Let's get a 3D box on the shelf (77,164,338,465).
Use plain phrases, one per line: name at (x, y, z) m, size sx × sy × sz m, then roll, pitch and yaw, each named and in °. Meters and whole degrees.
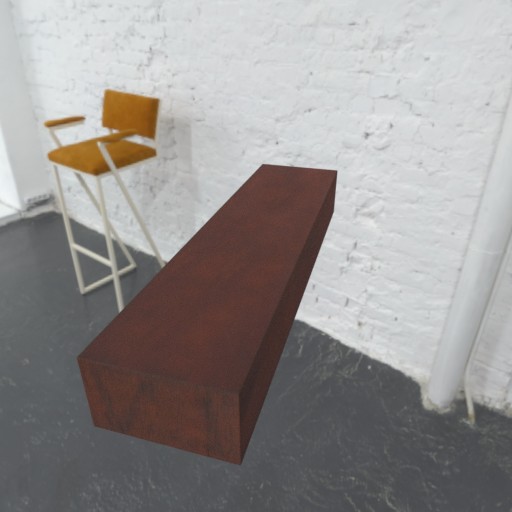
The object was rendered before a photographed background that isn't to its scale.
shelf at (0.000, 0.000, 0.651) m, size 0.152 × 0.088 × 0.607 m, roll 8°, pitch 30°, yaw 15°
